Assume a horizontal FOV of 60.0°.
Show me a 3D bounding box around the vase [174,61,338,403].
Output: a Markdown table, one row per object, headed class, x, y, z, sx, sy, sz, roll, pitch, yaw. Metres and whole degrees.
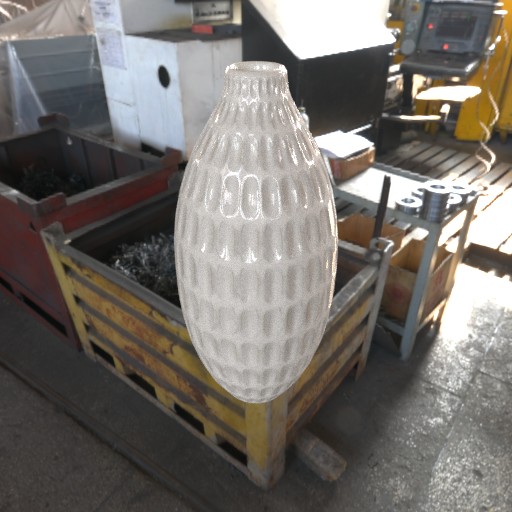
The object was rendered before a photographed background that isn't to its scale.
| class | x | y | z | sx | sy | sz | roll | pitch | yaw |
| --- | --- | --- | --- | --- | --- | --- | --- | --- | --- |
| vase | 0.000 | 0.000 | 0.353 | 0.127 | 0.282 | 0.127 | 0 | 33 | 0 |
